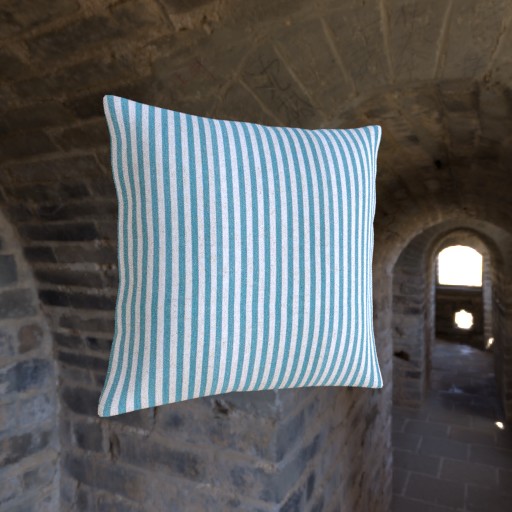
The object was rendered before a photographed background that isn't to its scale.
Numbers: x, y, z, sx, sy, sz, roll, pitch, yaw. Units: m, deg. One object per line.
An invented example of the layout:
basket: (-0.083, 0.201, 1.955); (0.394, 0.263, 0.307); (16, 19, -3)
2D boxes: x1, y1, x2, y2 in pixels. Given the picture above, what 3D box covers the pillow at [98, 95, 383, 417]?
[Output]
pillow: (0.000, 0.000, 0.780); (0.523, 0.510, 0.166); (0, 0, -19)
